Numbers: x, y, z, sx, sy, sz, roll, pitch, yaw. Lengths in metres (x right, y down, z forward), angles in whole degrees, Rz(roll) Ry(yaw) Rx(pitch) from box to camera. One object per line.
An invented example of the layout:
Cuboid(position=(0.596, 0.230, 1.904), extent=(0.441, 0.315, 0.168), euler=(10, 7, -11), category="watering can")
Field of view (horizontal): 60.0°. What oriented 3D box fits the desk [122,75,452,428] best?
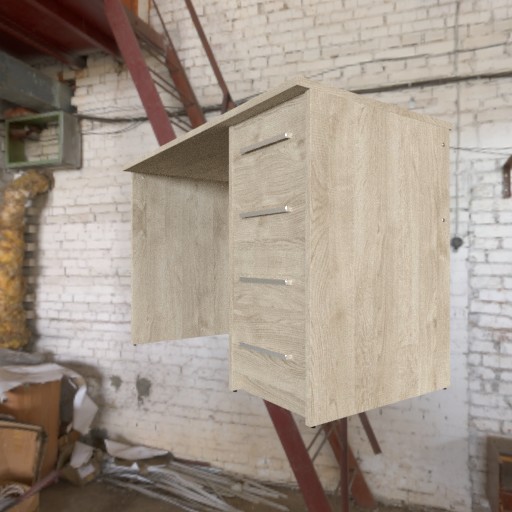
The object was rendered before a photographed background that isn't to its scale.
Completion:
Cuboid(position=(0.000, 0.000, 1.511), extent=(0.560, 0.730, 1.096), euler=(0, 0, -35), category="desk")
